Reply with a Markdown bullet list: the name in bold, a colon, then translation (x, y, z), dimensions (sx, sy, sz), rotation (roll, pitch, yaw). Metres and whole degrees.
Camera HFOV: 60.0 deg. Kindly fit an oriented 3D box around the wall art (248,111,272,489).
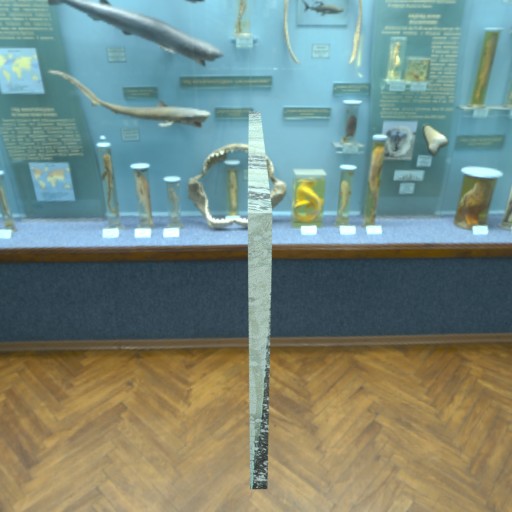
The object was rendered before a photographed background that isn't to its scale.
- **wall art**: translation (0.000, 0.000, 1.176), dimensions (0.038, 0.598, 0.919), rotation (0, 27, 0)
